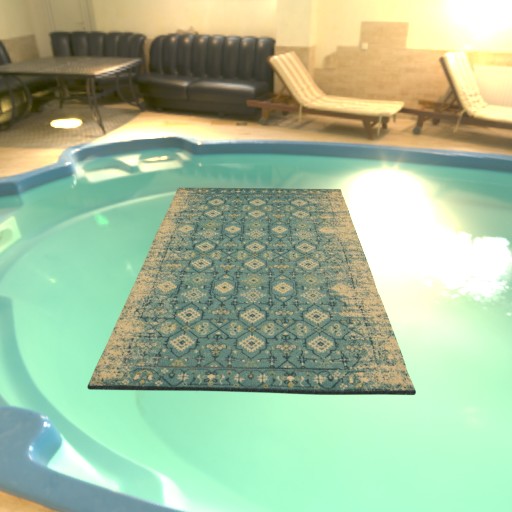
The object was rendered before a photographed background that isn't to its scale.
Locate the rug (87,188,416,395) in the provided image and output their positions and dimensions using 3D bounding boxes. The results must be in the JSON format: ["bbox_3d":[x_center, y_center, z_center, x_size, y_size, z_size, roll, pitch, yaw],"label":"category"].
[{"bbox_3d":[0.000,0.000,3.080,1.530,0.015,2.449,1,31,1],"label":"rug"}]
